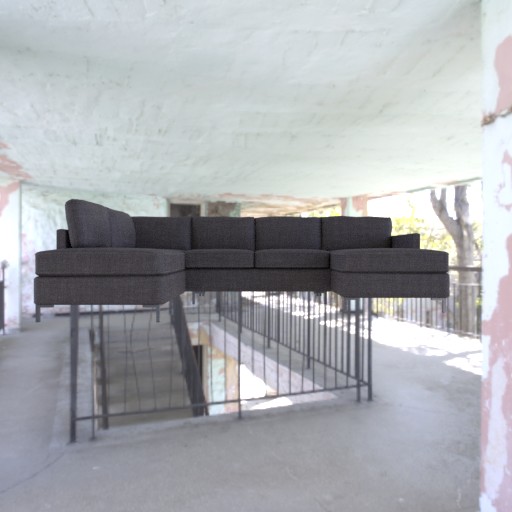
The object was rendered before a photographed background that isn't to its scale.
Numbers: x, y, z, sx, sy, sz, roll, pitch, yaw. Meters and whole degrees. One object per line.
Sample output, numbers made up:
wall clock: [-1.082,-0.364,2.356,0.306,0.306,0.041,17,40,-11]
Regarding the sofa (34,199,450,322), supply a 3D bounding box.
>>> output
sofa: [0.000,0.000,4.396,3.423,0.999,2.048,0,1,0]
